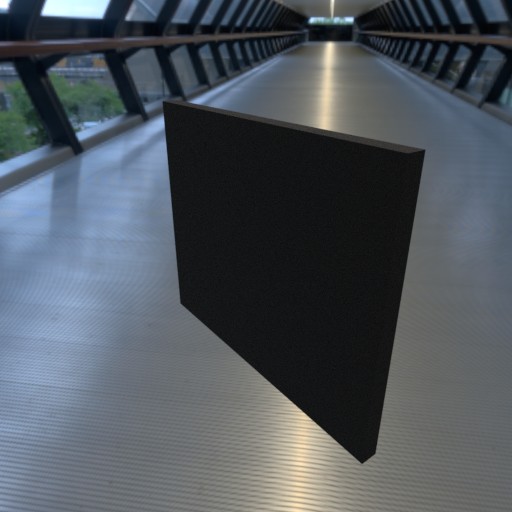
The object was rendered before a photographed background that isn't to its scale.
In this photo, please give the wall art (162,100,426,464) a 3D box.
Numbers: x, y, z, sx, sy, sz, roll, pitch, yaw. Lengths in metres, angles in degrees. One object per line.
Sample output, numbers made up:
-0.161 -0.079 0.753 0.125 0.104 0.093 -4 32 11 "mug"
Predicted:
0.000 0.000 0.761 0.031 0.457 0.558 -18 31 -33 "wall art"
